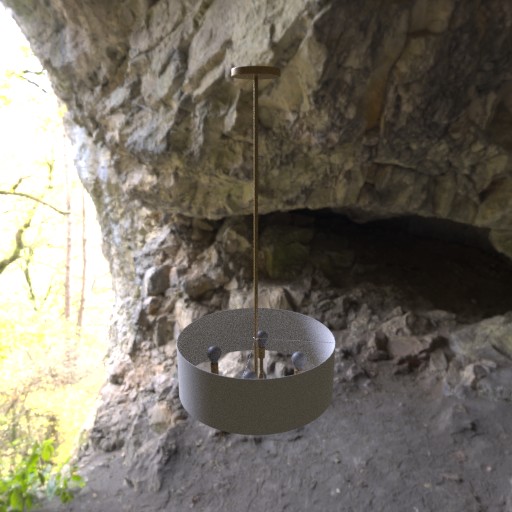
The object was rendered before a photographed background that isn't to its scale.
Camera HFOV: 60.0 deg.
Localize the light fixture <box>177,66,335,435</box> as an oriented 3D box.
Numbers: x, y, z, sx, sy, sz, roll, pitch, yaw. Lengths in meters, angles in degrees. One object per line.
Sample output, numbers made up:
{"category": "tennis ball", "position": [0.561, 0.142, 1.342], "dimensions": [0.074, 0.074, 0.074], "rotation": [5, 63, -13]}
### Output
{"category": "light fixture", "position": [0.000, 0.000, 1.363], "dimensions": [0.508, 1.067, 0.508], "rotation": [0, 16, 0]}
